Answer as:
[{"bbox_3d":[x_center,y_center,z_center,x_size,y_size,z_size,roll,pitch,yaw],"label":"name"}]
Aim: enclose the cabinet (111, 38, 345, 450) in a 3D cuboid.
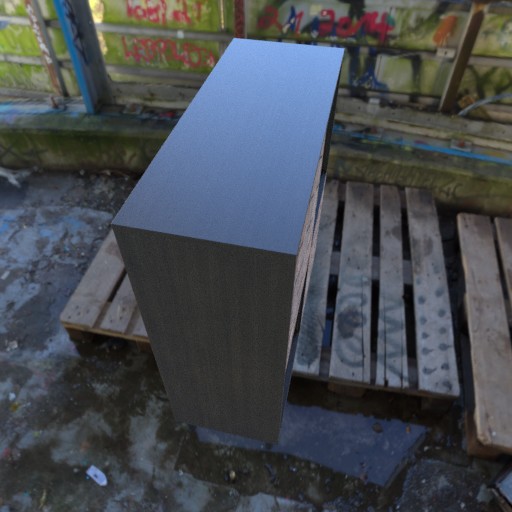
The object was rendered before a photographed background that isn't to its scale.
[{"bbox_3d":[0.000,0.000,1.675,0.400,1.170,1.010,10,48,9],"label":"cabinet"}]
